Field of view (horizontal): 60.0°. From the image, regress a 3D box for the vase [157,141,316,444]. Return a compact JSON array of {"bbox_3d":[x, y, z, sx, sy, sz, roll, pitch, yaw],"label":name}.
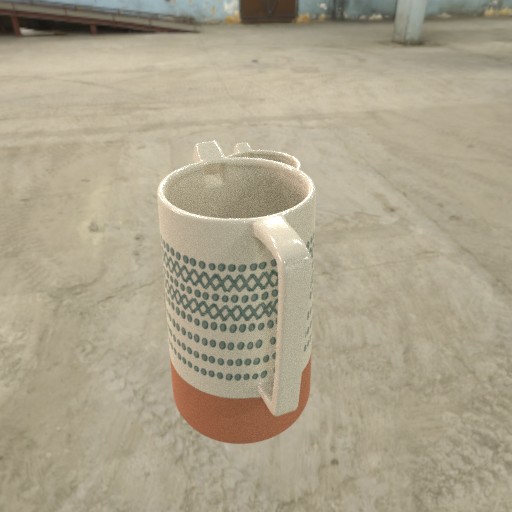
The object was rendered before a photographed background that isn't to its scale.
[{"bbox_3d":[0.000,0.000,0.472,0.168,0.247,0.326,10,34,15],"label":"vase"}]
